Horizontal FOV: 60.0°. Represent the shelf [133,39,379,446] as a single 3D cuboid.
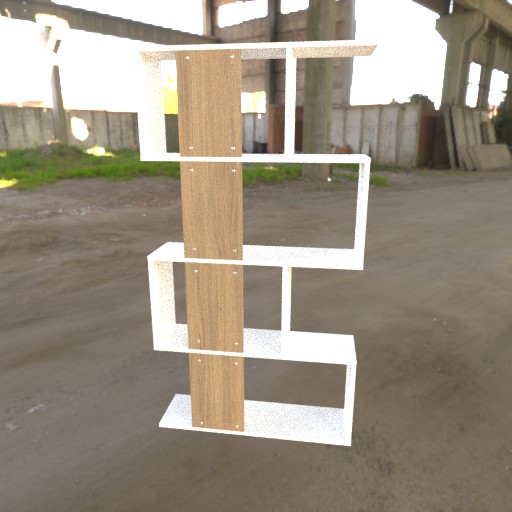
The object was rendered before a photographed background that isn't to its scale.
[{"bbox_3d":[0.000,0.000,1.926,0.890,1.650,0.250,2,16,8],"label":"shelf"}]
